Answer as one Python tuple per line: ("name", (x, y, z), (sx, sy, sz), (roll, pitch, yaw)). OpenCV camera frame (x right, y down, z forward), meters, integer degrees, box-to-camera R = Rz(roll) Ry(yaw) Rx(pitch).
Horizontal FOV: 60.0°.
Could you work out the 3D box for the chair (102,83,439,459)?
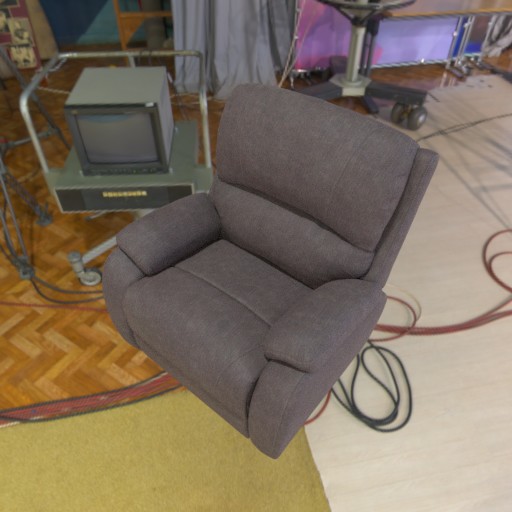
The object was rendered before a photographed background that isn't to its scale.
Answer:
("chair", (0.000, 0.000, 1.690), (0.930, 1.011, 0.899), (30, 52, 27))
